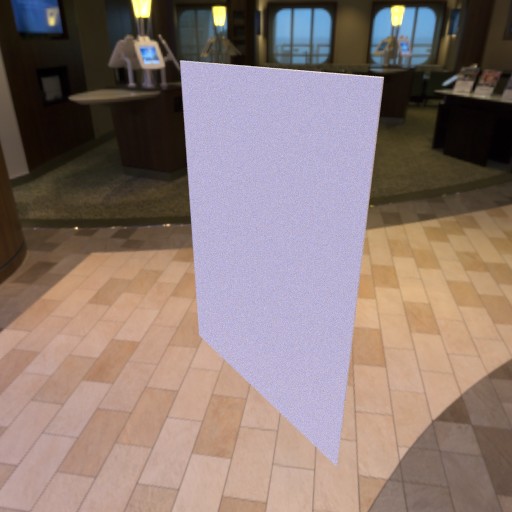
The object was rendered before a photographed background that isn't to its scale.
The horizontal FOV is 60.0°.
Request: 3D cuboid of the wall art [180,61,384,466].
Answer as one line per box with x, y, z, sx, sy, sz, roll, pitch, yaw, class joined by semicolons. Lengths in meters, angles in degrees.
0.000;0.000;0.776;0.003;0.610;0.457;-18;32;-32;wall art
